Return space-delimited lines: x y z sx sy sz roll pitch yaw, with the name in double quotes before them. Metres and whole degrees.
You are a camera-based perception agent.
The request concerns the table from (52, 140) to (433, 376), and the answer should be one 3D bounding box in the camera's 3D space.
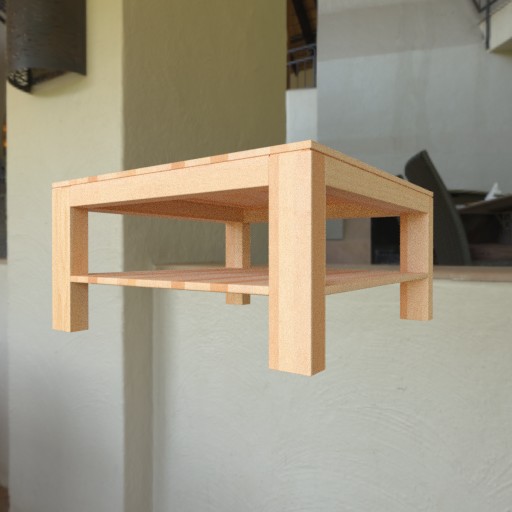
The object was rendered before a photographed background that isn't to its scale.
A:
"table" 0.000 0.000 1.468 0.900 0.450 0.900 0 1 36
